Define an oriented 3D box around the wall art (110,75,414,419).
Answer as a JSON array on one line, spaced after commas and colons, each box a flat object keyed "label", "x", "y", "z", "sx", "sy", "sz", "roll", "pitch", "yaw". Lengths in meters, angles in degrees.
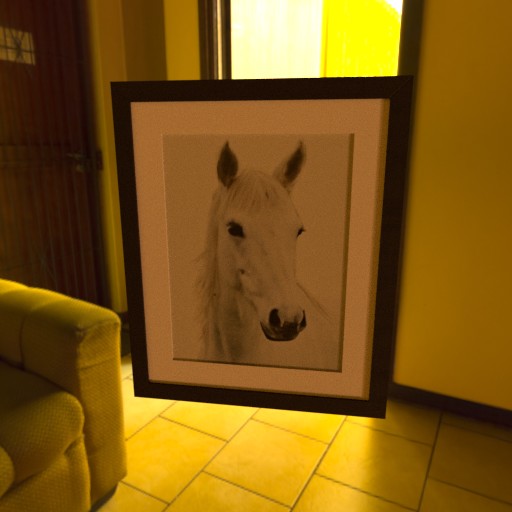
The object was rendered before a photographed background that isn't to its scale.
[{"label": "wall art", "x": 0.000, "y": 0.000, "z": 0.742, "sx": 0.455, "sy": 0.552, "sz": 0.034, "roll": 2, "pitch": 15, "yaw": 8}]
